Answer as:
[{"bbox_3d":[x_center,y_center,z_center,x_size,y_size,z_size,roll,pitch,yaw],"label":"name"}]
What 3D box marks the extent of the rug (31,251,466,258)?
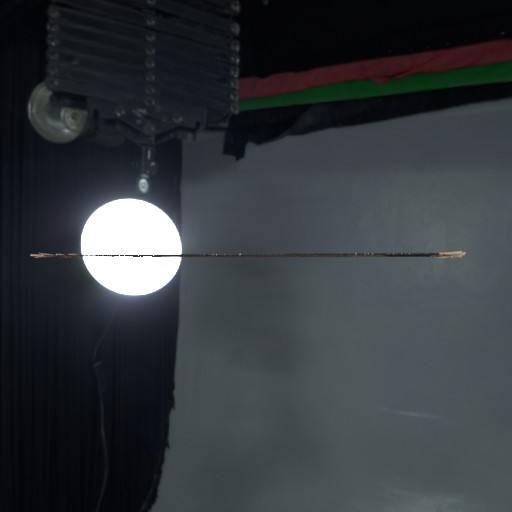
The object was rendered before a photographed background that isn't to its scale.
[{"bbox_3d":[0.000,0.000,2.501,2.021,0.027,1.224,0,-1,18],"label":"rug"}]
